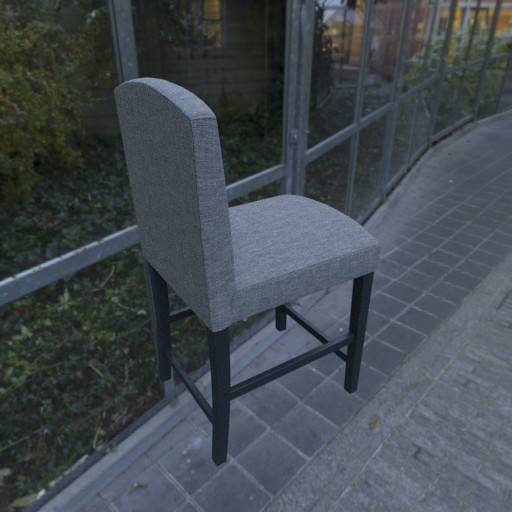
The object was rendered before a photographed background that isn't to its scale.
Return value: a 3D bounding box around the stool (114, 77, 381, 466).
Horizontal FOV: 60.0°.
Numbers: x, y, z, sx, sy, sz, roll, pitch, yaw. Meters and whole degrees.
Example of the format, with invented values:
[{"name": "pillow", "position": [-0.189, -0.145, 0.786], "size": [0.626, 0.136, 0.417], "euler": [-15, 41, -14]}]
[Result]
[{"name": "stool", "position": [0.000, 0.000, 1.256], "size": [0.552, 0.966, 0.451], "euler": [-17, 32, -29]}]
